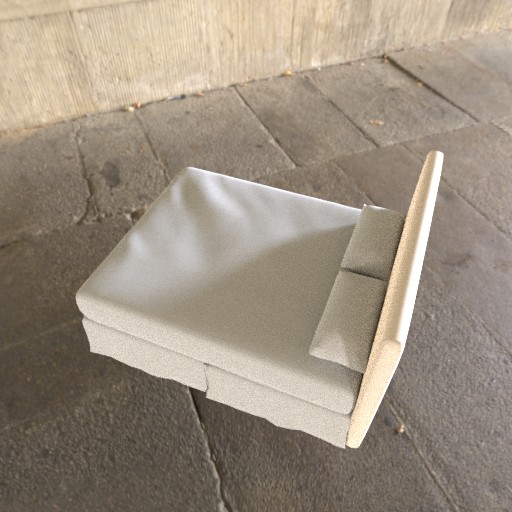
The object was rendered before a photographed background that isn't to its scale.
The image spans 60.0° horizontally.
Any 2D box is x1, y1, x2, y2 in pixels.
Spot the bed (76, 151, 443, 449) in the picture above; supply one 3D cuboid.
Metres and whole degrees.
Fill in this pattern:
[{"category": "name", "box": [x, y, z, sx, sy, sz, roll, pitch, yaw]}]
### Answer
[{"category": "bed", "box": [0.000, 0.000, 3.252, 2.142, 1.330, 1.748, 17, 49, 15]}]
